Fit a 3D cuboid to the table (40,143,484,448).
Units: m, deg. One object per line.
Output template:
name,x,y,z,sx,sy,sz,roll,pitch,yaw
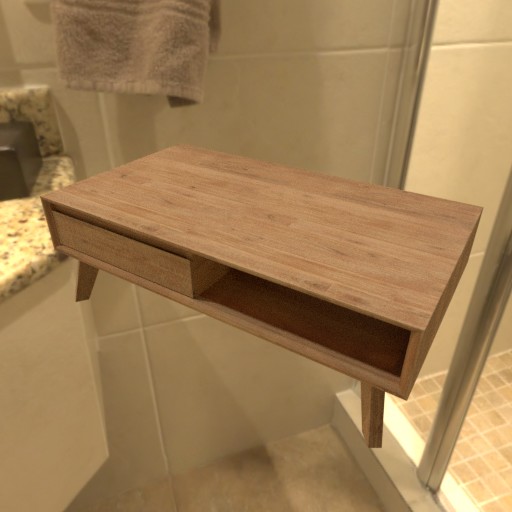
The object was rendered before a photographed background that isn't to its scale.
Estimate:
table,0.000,0.000,1.987,1.619,0.531,0.918,18,36,28
